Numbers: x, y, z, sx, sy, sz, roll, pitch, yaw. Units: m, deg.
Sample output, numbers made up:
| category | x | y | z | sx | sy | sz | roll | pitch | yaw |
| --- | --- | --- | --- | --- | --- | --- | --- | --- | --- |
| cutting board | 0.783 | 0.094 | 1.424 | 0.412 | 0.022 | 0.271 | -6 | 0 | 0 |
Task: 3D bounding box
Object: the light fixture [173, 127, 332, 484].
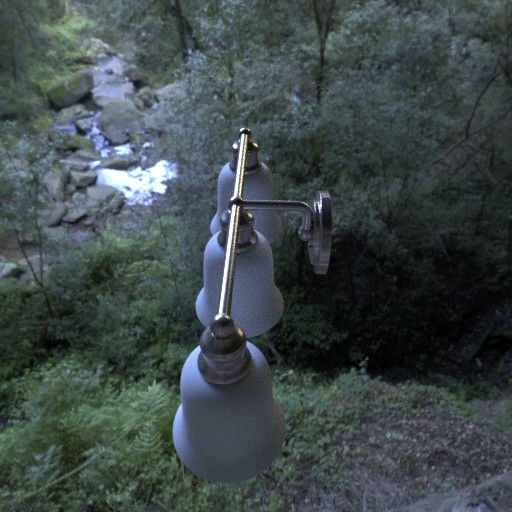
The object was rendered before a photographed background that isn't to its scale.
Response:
| category | x | y | z | sx | sy | sz | roll | pitch | yaw |
| --- | --- | --- | --- | --- | --- | --- | --- | --- | --- |
| light fixture | 0.000 | 0.000 | 0.662 | 0.198 | 0.211 | 0.570 | 1 | 41 | 2 |
